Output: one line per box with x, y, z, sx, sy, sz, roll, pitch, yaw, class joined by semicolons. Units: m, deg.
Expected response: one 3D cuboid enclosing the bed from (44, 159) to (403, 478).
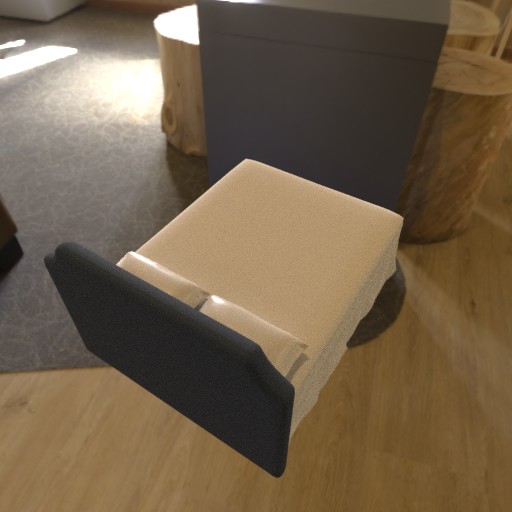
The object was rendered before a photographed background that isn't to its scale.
0.000;0.000;3.446;1.831;1.297;2.260;25;51;22;bed
